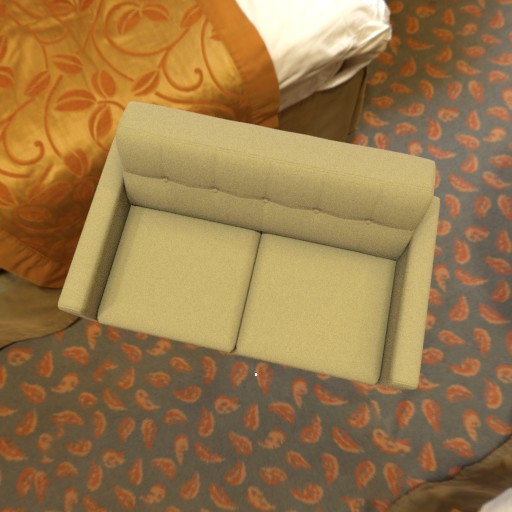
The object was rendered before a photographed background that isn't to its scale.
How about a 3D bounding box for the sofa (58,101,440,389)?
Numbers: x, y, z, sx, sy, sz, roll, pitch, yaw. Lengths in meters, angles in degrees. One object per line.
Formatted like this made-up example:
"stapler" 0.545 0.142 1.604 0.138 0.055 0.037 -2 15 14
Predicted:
"sofa" 0.000 0.000 2.231 1.655 0.892 0.980 12 75 3
